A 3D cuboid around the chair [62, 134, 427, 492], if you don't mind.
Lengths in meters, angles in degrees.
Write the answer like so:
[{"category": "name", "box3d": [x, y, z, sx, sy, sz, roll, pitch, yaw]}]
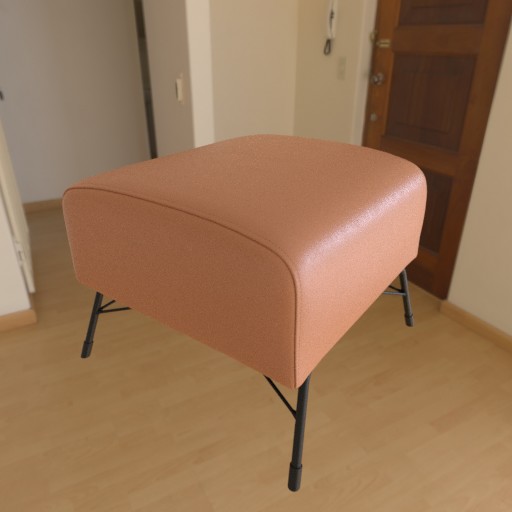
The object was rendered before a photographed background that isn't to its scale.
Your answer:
[{"category": "chair", "box3d": [0.000, 0.000, 0.888, 0.530, 0.410, 0.530, 18, 31, 32]}]
